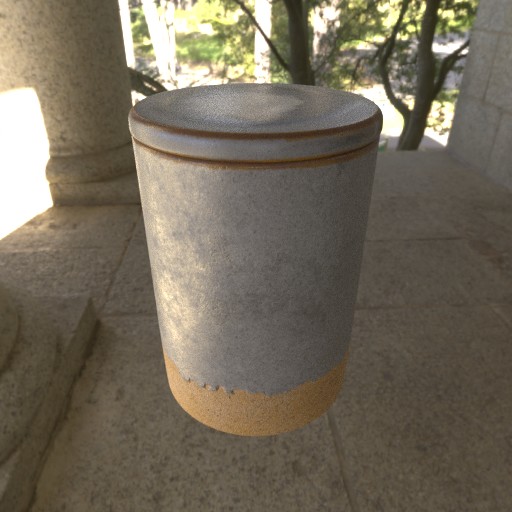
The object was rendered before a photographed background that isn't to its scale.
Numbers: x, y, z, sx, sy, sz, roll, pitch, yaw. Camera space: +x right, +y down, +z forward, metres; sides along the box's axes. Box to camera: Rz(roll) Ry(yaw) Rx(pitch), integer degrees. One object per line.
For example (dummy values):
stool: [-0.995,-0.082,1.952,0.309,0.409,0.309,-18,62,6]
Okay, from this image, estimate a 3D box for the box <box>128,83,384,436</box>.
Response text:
box: [0.000,0.000,0.250,0.118,0.168,0.118,0,30,0]
